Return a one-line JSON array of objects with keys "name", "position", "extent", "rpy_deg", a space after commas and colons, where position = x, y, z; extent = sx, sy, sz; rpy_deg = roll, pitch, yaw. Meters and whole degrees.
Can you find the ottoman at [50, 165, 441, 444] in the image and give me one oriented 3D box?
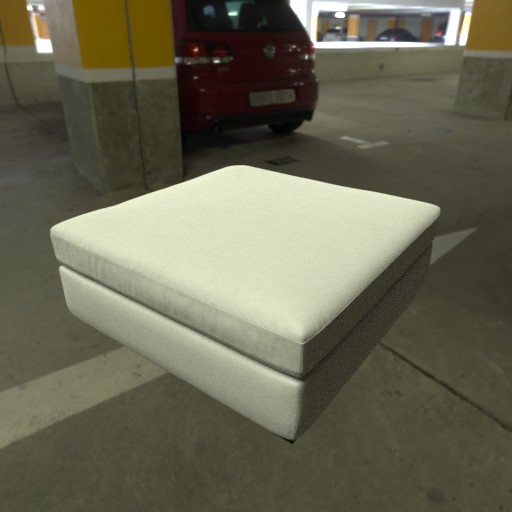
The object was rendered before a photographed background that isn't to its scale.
[{"name": "ottoman", "position": [0.000, 0.000, 1.857], "extent": [1.163, 0.482, 1.167], "rpy_deg": [19, 32, 32]}]
